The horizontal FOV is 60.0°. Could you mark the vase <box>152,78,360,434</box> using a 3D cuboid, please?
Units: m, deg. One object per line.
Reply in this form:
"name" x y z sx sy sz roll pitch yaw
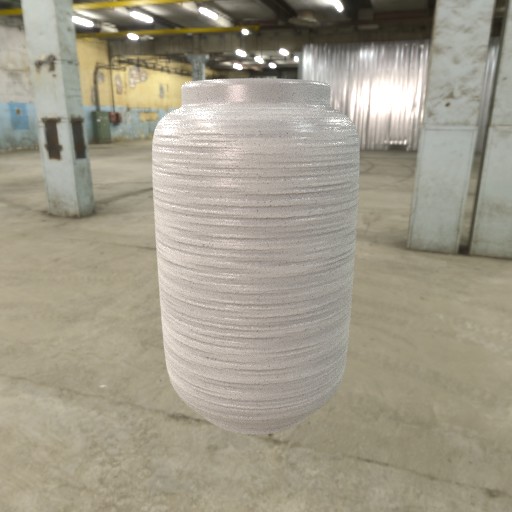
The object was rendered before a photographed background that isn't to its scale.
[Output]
"vase" 0.000 0.000 0.464 0.202 0.335 0.202 0 17 0
